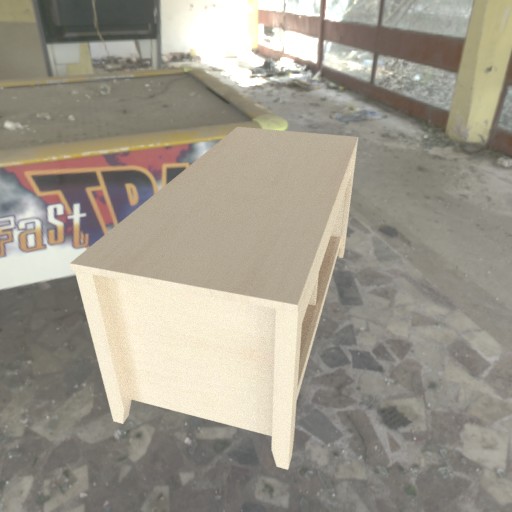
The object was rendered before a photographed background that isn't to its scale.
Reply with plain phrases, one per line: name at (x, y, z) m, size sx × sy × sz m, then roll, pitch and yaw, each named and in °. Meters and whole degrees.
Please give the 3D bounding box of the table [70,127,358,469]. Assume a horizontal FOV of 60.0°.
table at (0.000, 0.000, 1.353) m, size 0.457 × 0.483 × 1.016 m, roll 9°, pitch 33°, yaw 14°
